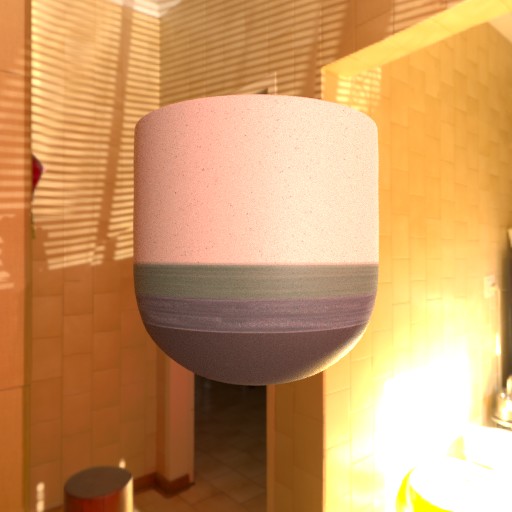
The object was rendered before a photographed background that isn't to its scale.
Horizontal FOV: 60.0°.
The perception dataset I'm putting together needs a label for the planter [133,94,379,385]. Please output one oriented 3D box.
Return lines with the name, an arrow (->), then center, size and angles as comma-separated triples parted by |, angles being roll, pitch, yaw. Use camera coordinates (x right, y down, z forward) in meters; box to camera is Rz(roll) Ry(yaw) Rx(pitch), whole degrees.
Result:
planter -> 0.000, 0.000, 0.502 | 0.268, 0.270, 0.268 | 0, 0, 0
